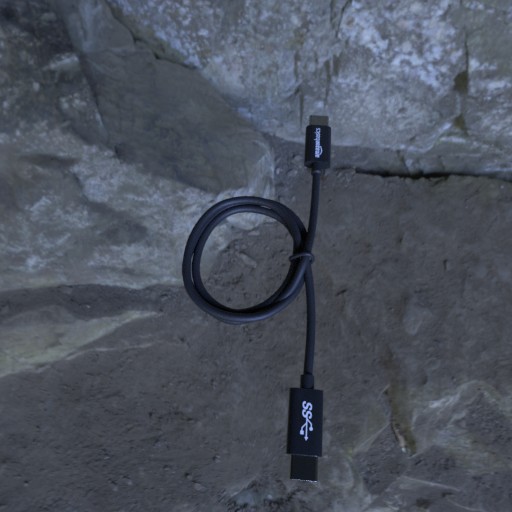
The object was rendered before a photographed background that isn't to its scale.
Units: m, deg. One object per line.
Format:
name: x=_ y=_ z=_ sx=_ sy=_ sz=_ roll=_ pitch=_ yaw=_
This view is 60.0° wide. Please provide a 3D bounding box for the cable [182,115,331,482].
cable: x=0.000 y=0.000 z=0.210 sx=0.070 sy=0.014 sz=0.186 roll=5 pitch=64 yaw=2
